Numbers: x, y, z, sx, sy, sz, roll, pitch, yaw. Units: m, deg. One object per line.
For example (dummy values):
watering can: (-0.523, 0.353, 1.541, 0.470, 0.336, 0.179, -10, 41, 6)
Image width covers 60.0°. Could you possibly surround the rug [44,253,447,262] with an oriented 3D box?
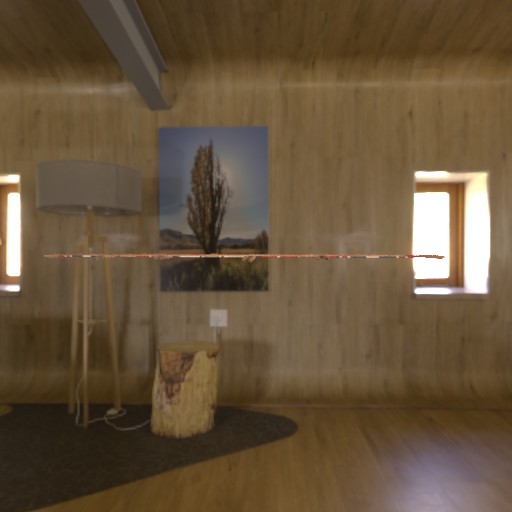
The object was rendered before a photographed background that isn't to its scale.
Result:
rug: (0.000, 0.000, 2.667, 2.025, 0.040, 1.469, 0, 1, 18)
